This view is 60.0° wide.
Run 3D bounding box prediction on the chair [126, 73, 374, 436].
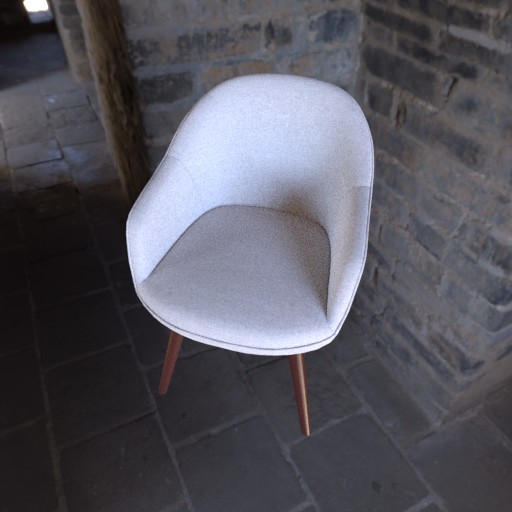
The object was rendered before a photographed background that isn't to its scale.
[{"bbox_3d":[0.000,0.000,1.272,0.596,0.823,0.635,11,42,13],"label":"chair"}]
